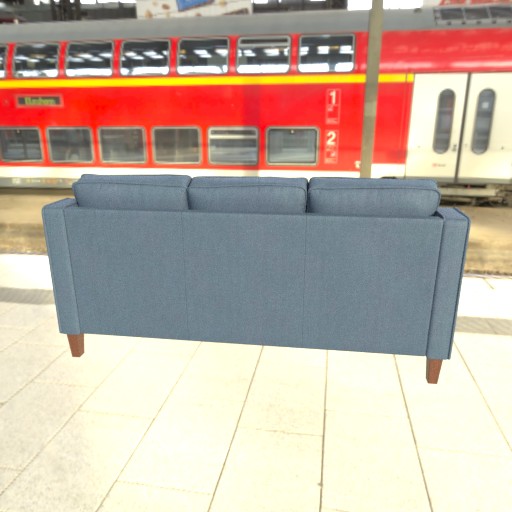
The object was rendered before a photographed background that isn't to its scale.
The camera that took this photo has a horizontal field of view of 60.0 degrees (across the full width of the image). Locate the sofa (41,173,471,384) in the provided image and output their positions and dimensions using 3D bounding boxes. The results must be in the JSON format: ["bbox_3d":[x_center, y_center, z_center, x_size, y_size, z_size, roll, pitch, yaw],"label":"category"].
[{"bbox_3d":[0.000,0.000,2.543,1.986,0.974,0.911,2,17,8],"label":"sofa"}]
